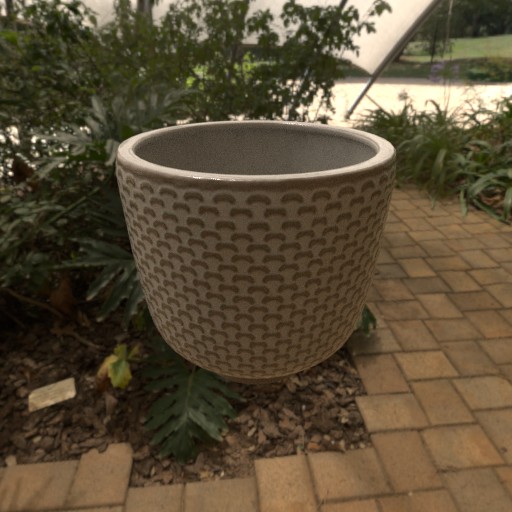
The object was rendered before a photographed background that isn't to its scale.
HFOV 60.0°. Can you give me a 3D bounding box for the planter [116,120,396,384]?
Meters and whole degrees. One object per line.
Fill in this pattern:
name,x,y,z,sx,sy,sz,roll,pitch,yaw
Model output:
planter,0.000,0.000,0.313,0.173,0.160,0.173,0,26,0
